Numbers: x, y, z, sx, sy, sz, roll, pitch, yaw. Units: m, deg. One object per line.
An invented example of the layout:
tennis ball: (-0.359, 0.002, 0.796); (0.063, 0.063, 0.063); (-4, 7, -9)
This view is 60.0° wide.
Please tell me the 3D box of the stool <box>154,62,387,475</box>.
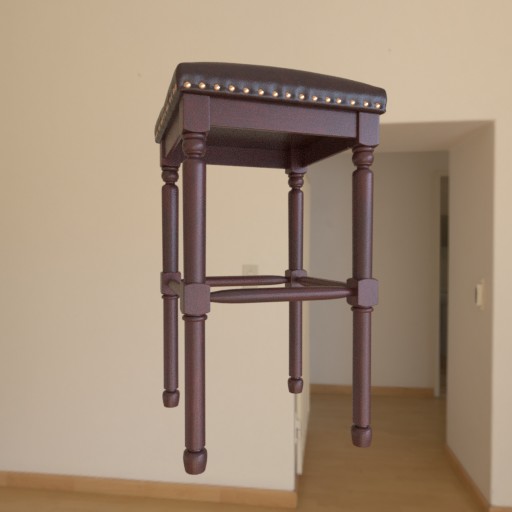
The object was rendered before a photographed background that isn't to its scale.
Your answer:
stool: (0.000, 0.000, 0.927); (0.383, 0.702, 0.382); (0, 1, -18)
